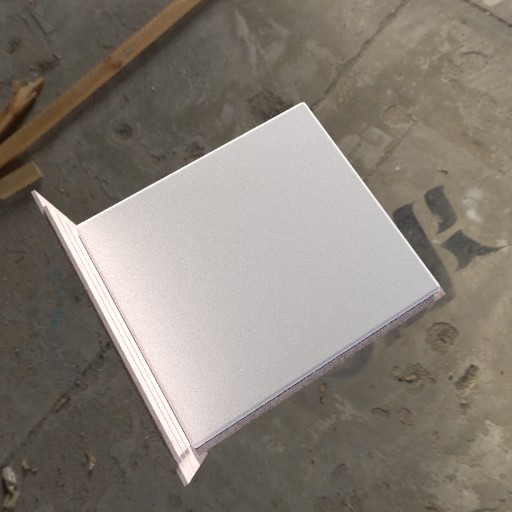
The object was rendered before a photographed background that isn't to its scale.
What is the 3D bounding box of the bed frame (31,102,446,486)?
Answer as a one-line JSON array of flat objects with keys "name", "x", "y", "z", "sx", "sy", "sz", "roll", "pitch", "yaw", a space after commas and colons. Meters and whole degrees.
[{"name": "bed frame", "x": 0.000, "y": 0.000, "z": 3.128, "sx": 2.080, "sy": 0.970, "sz": 1.950, "roll": -31, "pitch": 77, "yaw": -8}]
